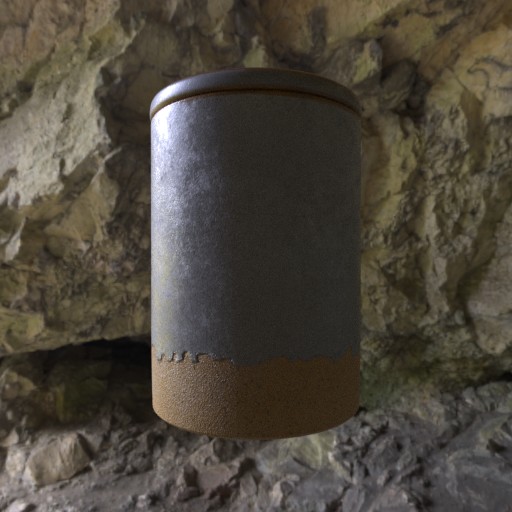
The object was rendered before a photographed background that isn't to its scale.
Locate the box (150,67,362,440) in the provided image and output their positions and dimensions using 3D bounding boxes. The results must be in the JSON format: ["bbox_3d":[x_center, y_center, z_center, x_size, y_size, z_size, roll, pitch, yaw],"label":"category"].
[{"bbox_3d":[0.000,0.000,0.252,0.118,0.168,0.118,0,-1,0],"label":"box"}]
